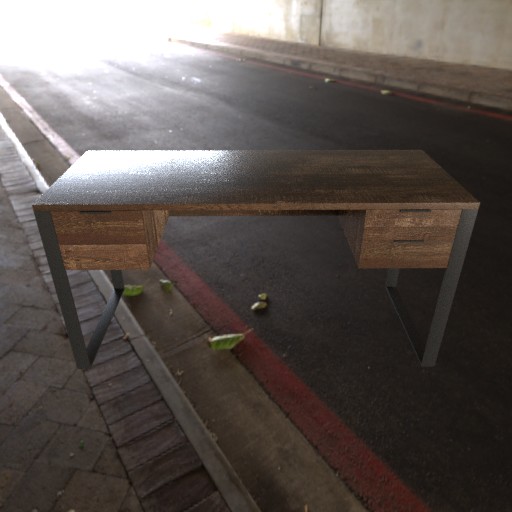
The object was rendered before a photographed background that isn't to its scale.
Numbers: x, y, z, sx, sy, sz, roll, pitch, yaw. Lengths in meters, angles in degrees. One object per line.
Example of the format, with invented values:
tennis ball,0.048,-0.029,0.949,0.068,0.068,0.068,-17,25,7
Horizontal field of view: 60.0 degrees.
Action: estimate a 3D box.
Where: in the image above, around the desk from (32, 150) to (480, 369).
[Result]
desk,0.000,0.000,1.954,1.524,0.762,0.599,0,31,-1
